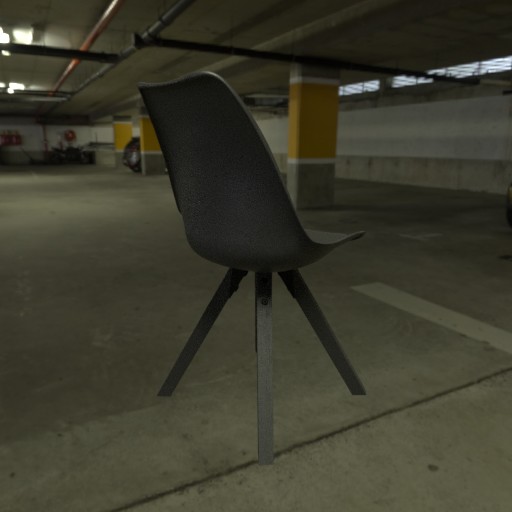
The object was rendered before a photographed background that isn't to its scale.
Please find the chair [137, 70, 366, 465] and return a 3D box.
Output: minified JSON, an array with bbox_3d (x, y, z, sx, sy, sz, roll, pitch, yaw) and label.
[{"bbox_3d":[0.000,0.000,1.191,0.485,0.850,0.550,13,19,43],"label":"chair"}]
